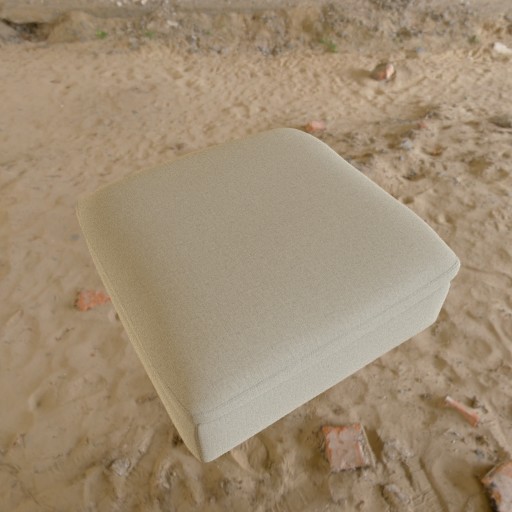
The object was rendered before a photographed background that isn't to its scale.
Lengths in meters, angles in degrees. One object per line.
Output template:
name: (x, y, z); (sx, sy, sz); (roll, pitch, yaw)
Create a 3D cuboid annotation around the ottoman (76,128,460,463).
ottoman: (0.000, 0.000, 1.573); (0.996, 0.467, 0.977); (-24, 51, -21)
